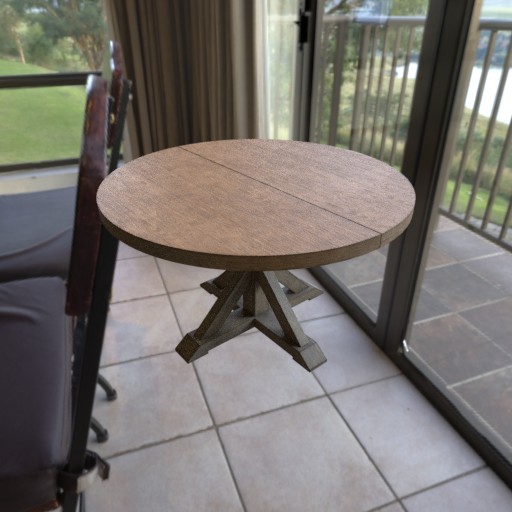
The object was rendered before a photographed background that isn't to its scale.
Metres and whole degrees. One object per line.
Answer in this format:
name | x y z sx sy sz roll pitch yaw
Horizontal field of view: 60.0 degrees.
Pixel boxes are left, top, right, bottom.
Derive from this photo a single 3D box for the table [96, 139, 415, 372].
table | 0.000 0.000 2.171 1.363 0.781 1.363 0 30 0
